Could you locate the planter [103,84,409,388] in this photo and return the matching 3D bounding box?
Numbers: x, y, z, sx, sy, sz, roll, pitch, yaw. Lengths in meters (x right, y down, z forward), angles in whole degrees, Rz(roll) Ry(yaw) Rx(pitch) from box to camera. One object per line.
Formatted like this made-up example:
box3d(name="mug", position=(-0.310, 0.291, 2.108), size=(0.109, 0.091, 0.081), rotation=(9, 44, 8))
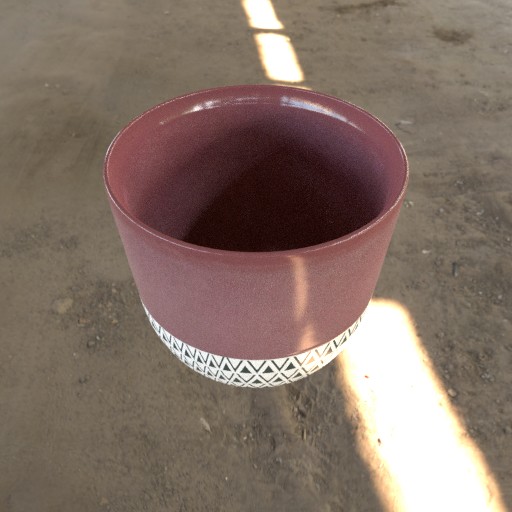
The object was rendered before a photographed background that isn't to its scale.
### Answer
box3d(name="planter", position=(0.000, 0.000, 0.490), size=(0.266, 0.270, 0.266), rotation=(0, 45, 0))
